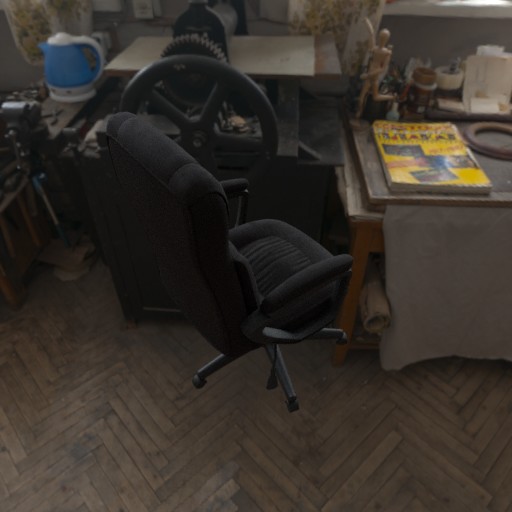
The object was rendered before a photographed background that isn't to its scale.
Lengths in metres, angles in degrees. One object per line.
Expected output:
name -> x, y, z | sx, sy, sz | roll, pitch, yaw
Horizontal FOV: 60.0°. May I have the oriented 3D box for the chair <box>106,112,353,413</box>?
chair -> 0.000, 0.000, 1.580 | 0.724, 1.105, 0.667 | -26, 48, -27
